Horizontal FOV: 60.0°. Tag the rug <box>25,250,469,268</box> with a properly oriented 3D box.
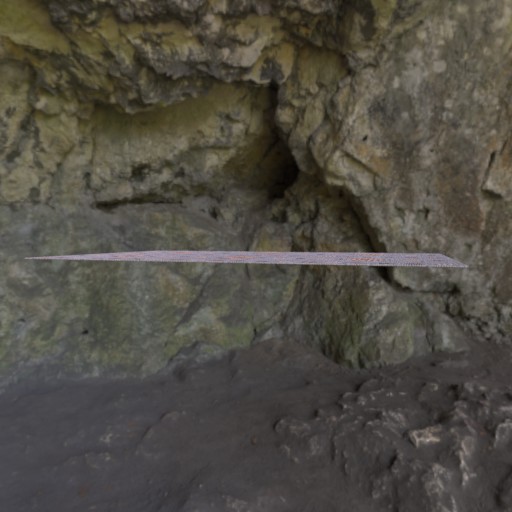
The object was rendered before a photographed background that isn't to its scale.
[{"bbox_3d":[0.000,0.000,3.002,2.427,0.007,1.515,1,3,18],"label":"rug"}]
